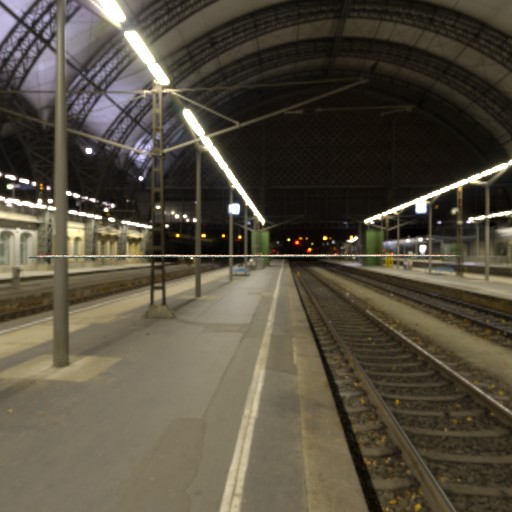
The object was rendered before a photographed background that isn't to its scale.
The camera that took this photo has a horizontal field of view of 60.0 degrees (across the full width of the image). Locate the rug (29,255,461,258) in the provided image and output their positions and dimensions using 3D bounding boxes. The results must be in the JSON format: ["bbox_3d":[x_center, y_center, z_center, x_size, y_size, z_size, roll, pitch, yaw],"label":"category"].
[{"bbox_3d":[0.000,0.000,2.784,2.459,0.010,0.801,0,0,-17],"label":"rug"}]
